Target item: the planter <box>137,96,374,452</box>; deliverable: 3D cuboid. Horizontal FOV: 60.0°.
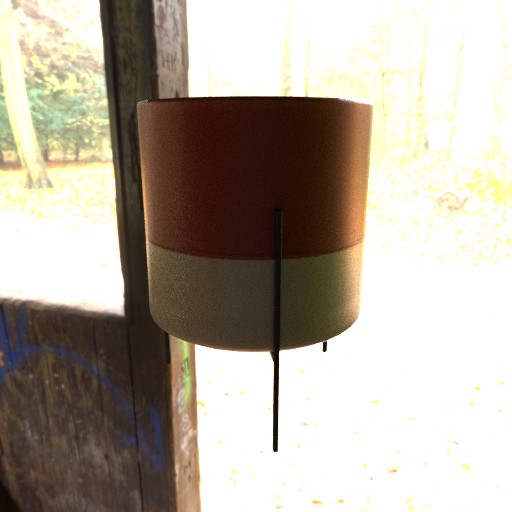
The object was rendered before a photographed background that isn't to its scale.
[{"bbox_3d":[0.000,0.000,0.716,0.345,0.465,0.354,-2,16,-8],"label":"planter"}]
